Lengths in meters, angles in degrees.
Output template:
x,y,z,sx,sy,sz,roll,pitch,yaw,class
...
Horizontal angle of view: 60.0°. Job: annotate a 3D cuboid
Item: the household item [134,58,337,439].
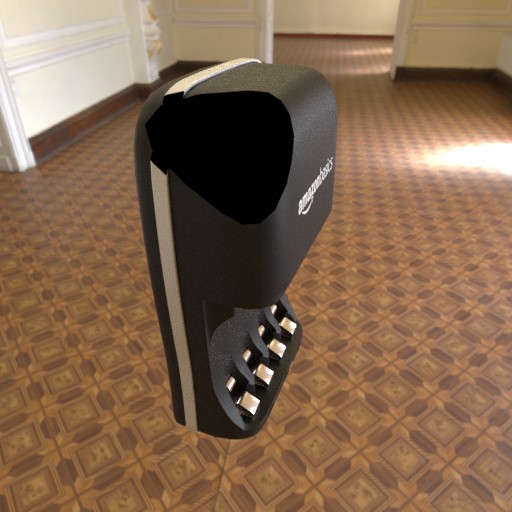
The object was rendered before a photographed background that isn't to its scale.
x,y,z,sx,sy,sz,roll,pitch,yaw,class
0.000,0.000,0.145,0.038,0.114,0.070,12,34,18,household item
